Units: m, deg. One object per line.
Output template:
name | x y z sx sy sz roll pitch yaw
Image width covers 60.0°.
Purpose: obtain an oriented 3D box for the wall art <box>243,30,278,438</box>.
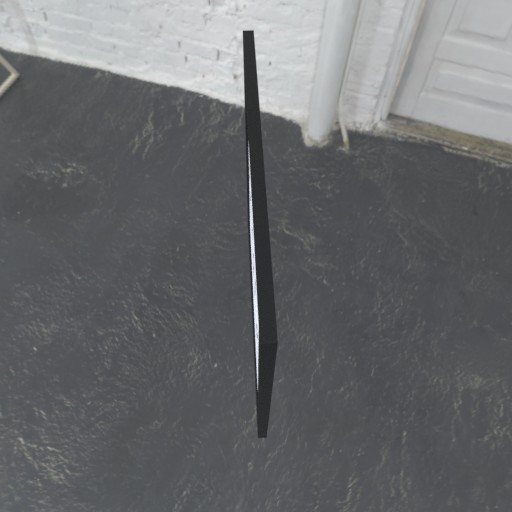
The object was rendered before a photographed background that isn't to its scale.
wall art | 0.000 0.000 0.540 0.012 0.357 0.358 -2 58 -1
